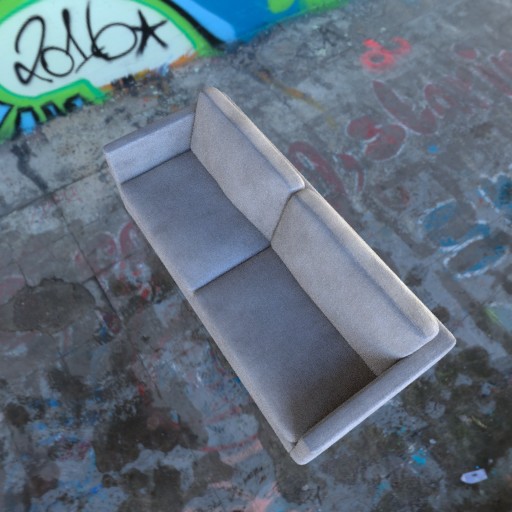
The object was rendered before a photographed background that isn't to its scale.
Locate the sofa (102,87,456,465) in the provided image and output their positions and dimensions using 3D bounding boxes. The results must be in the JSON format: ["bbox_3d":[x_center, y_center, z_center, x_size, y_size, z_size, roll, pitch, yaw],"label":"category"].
[{"bbox_3d":[0.000,0.000,2.736,0.951,0.965,2.208,-31,65,-16],"label":"sofa"}]
